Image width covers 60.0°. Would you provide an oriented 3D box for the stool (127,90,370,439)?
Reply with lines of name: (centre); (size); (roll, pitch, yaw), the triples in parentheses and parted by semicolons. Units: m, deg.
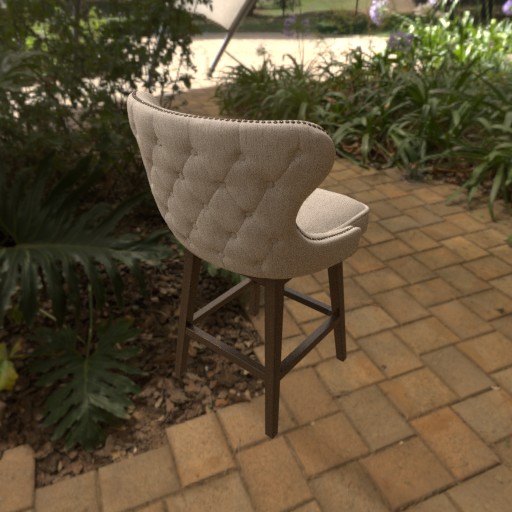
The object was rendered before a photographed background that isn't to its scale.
stool: (0.000, 0.000, 1.372); (0.615, 0.972, 0.597); (22, 37, 33)
